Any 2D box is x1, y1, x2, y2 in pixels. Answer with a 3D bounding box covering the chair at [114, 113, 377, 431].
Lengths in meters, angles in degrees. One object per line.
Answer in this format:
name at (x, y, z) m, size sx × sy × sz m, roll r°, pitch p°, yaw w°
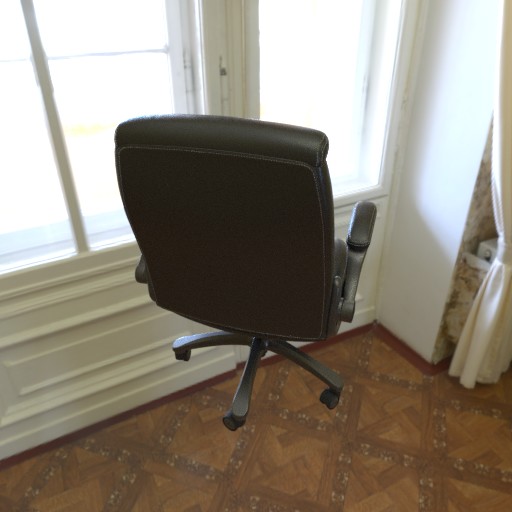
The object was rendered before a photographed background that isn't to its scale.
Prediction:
chair at (0.000, 0.000, 1.590) m, size 0.782 × 1.110 × 0.724 m, roll 9°, pitch 32°, yaw 15°
